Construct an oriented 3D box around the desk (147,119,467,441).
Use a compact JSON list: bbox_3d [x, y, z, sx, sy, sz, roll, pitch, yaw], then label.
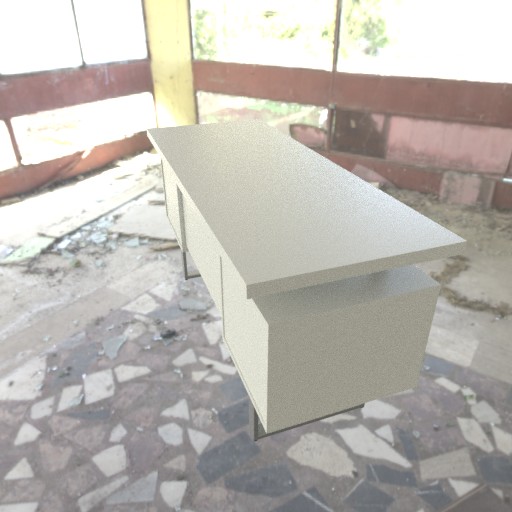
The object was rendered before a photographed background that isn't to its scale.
[{"bbox_3d":[0.000,0.000,1.866,0.603,0.773,1.530,-10,31,-18],"label":"desk"}]
